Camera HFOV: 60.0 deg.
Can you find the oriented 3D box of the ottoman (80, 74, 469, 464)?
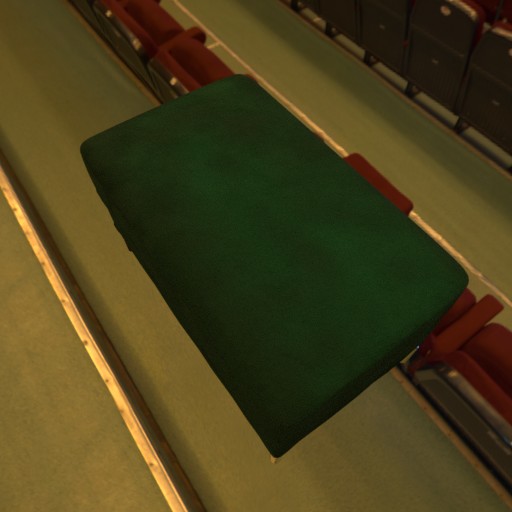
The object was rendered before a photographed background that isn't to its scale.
[{"bbox_3d":[0.000,0.000,1.227,0.536,0.533,0.886,-32,63,-18],"label":"ottoman"}]
